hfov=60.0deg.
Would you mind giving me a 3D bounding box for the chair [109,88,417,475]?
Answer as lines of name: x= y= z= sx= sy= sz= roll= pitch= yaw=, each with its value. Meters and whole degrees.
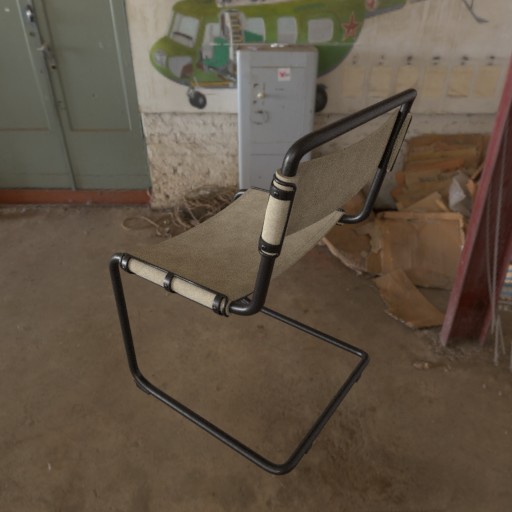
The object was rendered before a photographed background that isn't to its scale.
chair: x=0.000 y=0.000 z=1.044 sx=0.497 sy=0.747 sz=0.499 roll=21 pitch=37 yaw=30
